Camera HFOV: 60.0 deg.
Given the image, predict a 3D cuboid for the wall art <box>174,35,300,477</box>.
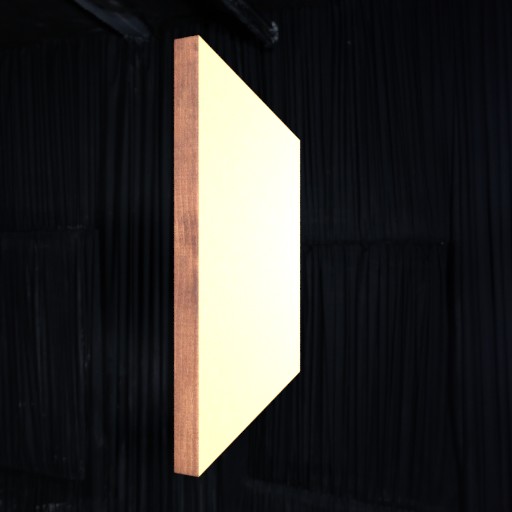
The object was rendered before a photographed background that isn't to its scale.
[{"bbox_3d":[0.000,0.000,0.841,0.037,0.572,0.554,0,0,19],"label":"wall art"}]
